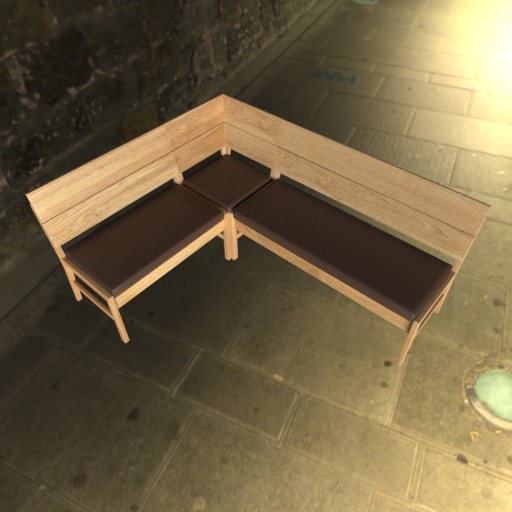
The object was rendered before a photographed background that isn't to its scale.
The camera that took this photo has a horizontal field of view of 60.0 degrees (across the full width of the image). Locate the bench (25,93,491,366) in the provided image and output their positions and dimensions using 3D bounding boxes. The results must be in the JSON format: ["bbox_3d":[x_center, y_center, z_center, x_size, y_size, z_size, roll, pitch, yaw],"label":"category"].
[{"bbox_3d":[0.000,0.000,2.681,1.975,0.890,1.549,31,53,26],"label":"bench"}]
